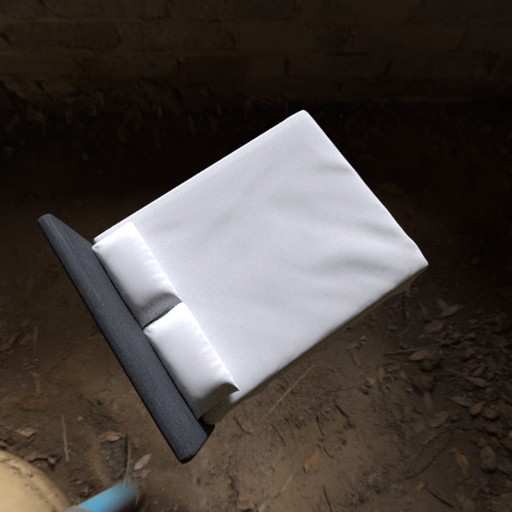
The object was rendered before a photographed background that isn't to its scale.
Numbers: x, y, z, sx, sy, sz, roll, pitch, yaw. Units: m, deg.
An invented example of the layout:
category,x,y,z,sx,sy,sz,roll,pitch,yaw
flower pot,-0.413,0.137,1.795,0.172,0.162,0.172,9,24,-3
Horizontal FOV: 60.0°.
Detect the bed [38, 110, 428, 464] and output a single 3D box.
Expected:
category,x,y,z,sx,sy,sz,roll,pitch,yaw
bed,0.000,0.000,3.247,2.142,1.330,1.723,-34,78,-8
